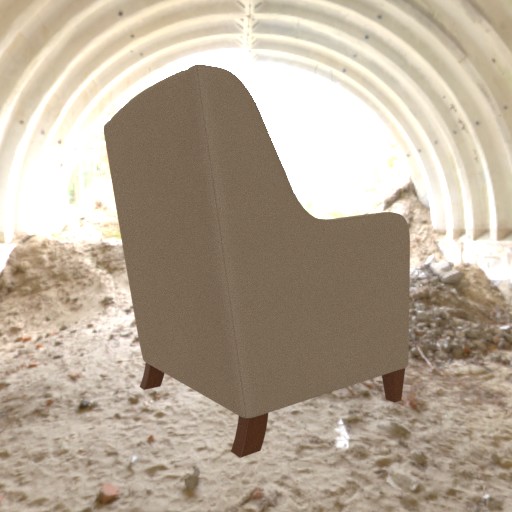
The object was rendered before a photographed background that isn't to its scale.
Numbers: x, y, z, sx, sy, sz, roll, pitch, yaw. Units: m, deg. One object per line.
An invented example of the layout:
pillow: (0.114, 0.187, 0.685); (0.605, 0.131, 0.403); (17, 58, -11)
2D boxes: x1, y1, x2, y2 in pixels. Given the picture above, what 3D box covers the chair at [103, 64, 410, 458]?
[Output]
chair: (0.000, 0.000, 1.578); (0.863, 1.010, 0.715); (-2, 3, -36)
